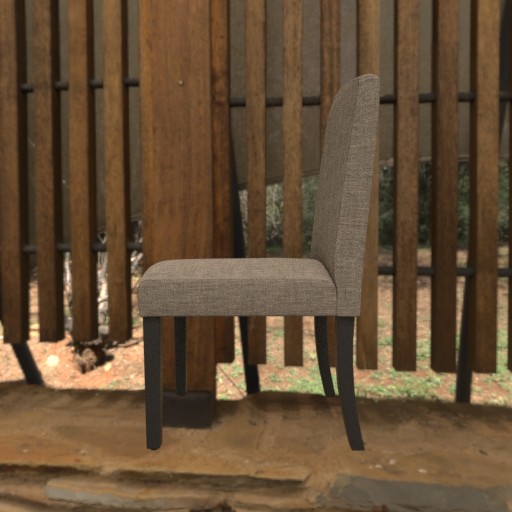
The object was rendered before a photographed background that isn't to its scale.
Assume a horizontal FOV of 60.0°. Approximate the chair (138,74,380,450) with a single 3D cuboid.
[{"bbox_3d":[0.000,0.000,1.246,0.580,0.917,0.451,0,1,0],"label":"chair"}]
